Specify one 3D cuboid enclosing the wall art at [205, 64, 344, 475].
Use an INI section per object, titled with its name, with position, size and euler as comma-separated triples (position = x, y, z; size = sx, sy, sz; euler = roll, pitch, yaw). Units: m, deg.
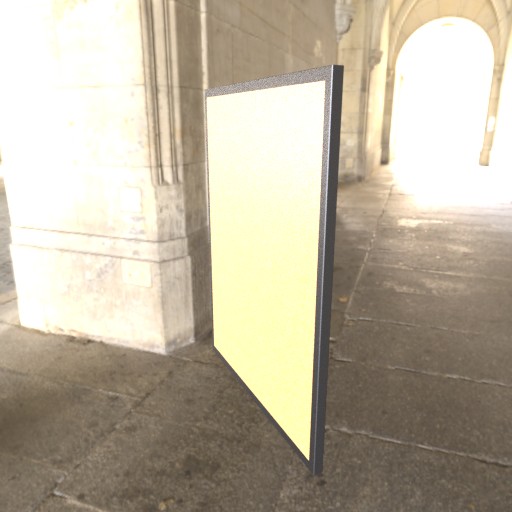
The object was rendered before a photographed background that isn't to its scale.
[wall art]
position = 0.000, 0.000, 1.391
size = 0.030, 1.027, 0.774
euler = -8, 18, -25
